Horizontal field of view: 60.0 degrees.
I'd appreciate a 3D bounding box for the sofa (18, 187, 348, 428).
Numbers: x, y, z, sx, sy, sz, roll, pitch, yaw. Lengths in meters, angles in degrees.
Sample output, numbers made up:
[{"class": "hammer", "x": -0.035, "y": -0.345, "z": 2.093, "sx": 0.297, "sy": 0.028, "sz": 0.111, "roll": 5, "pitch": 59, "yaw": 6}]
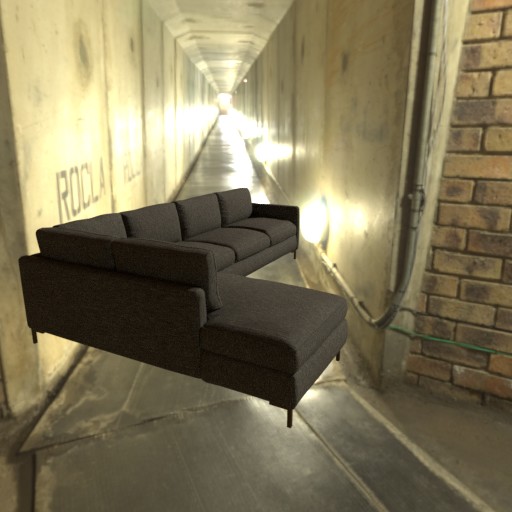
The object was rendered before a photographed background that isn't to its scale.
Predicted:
[{"class": "sofa", "x": 0.000, "y": 0.000, "z": 3.717, "sx": 2.007, "sy": 0.815, "sz": 2.949, "roll": 8, "pitch": 17, "yaw": 27}]
